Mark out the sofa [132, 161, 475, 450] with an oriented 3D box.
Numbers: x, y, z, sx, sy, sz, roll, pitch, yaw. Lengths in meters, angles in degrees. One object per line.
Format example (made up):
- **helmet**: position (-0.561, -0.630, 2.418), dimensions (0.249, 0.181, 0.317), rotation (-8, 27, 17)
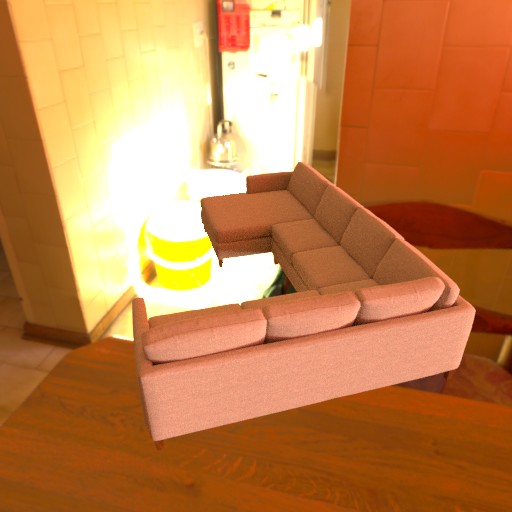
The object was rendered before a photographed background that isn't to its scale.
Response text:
- **sofa**: position (0.000, 0.000, 4.653), dimensions (2.594, 0.961, 3.460), rotation (-8, 31, -14)
